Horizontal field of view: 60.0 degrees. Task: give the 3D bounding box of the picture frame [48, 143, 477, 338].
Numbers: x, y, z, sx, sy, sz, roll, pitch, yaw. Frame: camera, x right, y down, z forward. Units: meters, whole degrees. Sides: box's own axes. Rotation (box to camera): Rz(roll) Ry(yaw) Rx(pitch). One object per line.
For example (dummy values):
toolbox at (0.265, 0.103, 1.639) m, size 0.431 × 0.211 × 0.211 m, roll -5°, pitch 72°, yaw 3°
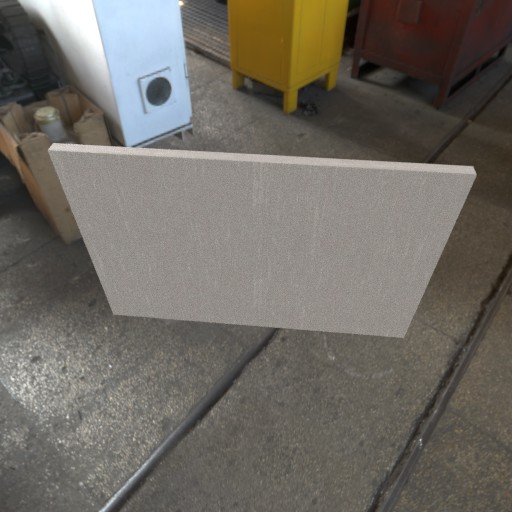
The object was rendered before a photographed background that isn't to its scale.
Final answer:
picture frame at (0.000, 0.000, 1.222) m, size 0.950 × 0.640 × 0.029 m, roll 4°, pitch 47°, yaw 4°
